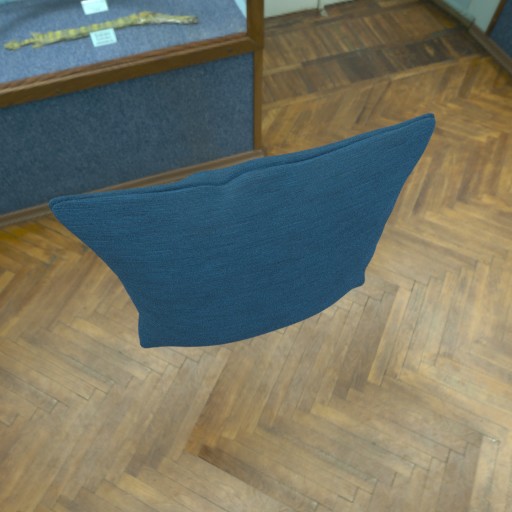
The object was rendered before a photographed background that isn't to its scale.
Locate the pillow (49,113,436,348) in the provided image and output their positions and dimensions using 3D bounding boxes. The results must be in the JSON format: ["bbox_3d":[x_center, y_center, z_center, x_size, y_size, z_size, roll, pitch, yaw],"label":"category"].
[{"bbox_3d":[0.000,0.000,0.652,0.437,0.420,0.177,-15,60,-9],"label":"pillow"}]
